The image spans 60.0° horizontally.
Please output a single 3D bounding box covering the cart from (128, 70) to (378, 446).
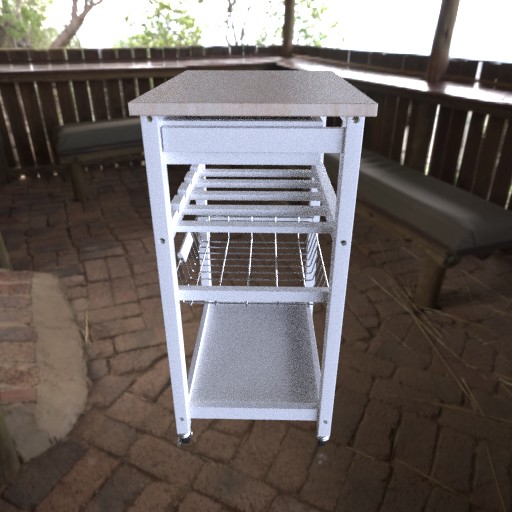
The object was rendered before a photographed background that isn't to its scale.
[{"bbox_3d":[0.000,0.000,1.169,0.406,0.857,0.578,1,28,1],"label":"cart"}]
